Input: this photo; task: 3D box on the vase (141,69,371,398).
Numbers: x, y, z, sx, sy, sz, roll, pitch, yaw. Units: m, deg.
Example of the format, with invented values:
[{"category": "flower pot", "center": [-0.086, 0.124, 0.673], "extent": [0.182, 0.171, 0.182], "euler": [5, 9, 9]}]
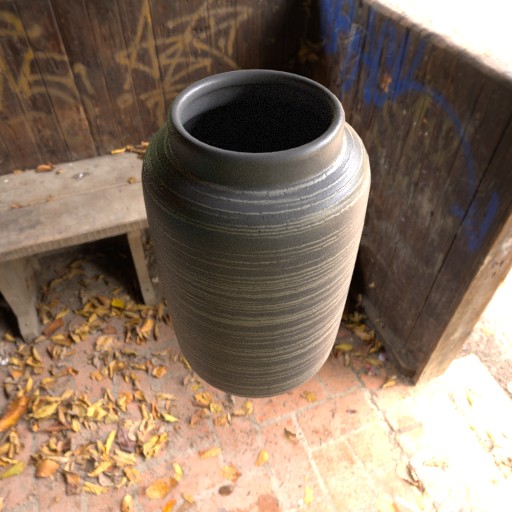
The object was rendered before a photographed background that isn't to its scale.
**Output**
[{"category": "vase", "center": [0.000, 0.000, 0.688], "extent": [0.297, 0.499, 0.297], "euler": [0, 47, 0]}]
